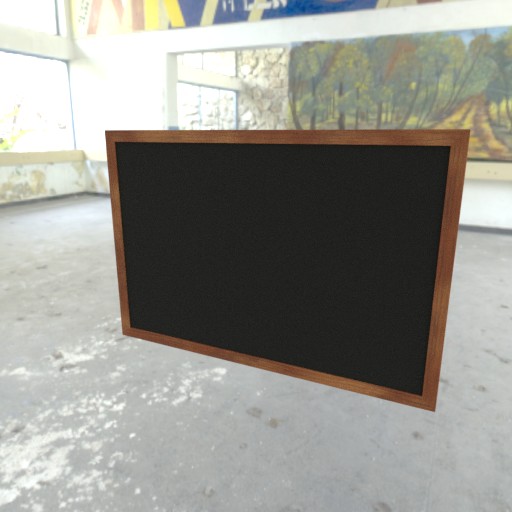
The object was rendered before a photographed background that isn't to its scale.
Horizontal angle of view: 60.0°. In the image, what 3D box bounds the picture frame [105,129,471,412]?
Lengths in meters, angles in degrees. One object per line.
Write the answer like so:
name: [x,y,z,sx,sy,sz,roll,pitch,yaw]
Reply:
picture frame: [0.000,0.000,1.169,0.950,0.640,0.029,7,17,25]
